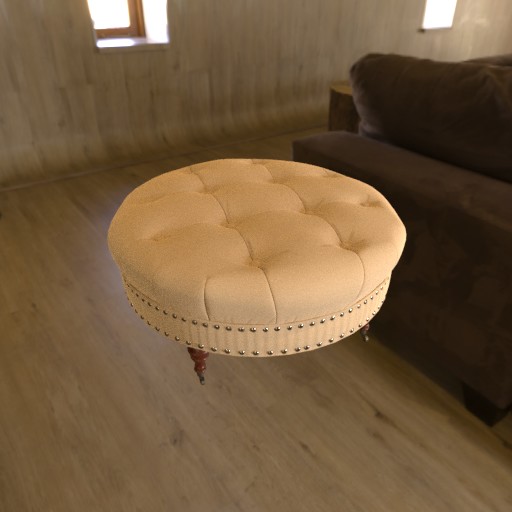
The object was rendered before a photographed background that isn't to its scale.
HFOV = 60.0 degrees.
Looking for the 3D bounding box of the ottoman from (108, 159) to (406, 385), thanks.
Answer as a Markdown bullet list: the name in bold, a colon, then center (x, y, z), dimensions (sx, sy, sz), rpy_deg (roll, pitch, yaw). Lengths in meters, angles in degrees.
- **ottoman**: center (0.000, 0.000, 1.451), dimensions (0.901, 0.439, 0.901), rpy_deg (0, 30, 0)
